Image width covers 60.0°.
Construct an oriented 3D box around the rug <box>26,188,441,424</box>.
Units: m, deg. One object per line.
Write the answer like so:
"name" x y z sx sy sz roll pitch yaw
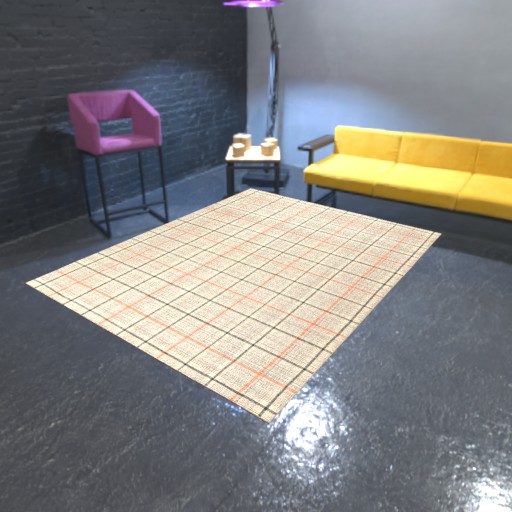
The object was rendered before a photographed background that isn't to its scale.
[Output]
"rug" 0.000 0.000 4.068 2.444 0.012 3.048 19 32 32
